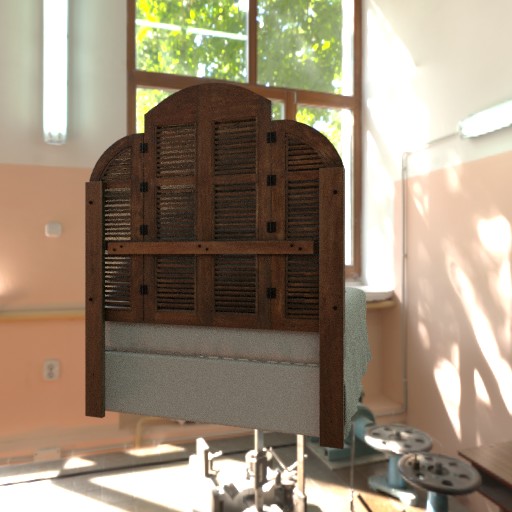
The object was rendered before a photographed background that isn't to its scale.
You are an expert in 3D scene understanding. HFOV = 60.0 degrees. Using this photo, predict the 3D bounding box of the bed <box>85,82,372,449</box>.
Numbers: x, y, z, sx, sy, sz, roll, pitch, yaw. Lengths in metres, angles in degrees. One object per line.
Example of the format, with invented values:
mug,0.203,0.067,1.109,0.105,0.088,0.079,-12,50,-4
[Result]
bed,0.000,0.000,3.566,1.713,2.019,2.138,0,0,17
